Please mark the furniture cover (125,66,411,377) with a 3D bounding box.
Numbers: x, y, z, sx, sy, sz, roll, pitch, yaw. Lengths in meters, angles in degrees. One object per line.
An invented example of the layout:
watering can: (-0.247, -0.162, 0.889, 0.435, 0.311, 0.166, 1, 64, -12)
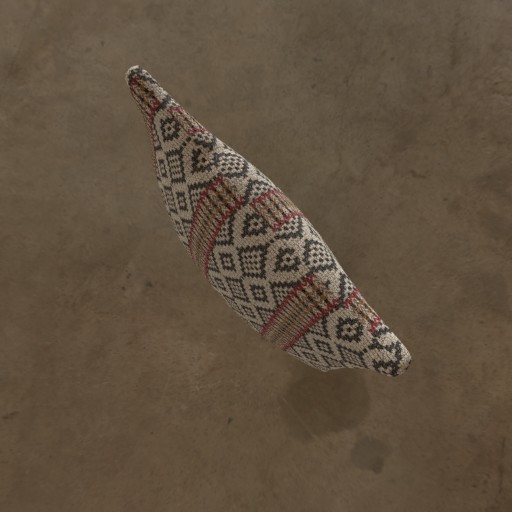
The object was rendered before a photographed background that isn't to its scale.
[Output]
furniture cover: (0.000, 0.000, 0.771, 0.182, 0.506, 0.503, -40, 79, -9)
